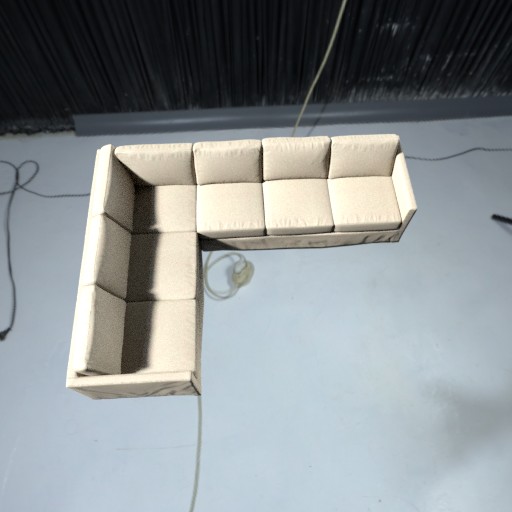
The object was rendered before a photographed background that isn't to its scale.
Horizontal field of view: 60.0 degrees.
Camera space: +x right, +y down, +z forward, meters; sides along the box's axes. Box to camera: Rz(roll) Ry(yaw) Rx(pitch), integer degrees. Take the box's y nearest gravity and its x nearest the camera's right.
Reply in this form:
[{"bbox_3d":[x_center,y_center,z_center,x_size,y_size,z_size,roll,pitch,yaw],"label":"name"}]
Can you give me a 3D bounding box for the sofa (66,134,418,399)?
[{"bbox_3d":[0.000,0.000,4.320,3.182,0.871,2.432,-3,64,-1],"label":"sofa"}]
